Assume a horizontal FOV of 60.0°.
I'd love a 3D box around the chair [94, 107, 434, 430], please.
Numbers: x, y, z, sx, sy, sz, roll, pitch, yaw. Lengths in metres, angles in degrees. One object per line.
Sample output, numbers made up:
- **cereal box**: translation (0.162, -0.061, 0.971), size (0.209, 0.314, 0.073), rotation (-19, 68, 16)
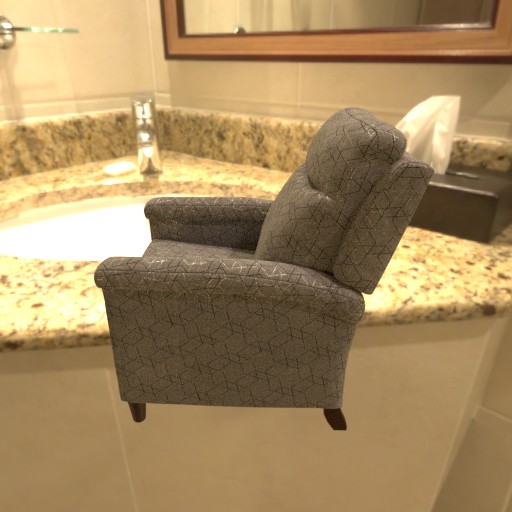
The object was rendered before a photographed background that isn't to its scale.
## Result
- **chair**: translation (0.000, 0.000, 1.688), size (0.987, 1.048, 0.753), rotation (1, 25, 1)
